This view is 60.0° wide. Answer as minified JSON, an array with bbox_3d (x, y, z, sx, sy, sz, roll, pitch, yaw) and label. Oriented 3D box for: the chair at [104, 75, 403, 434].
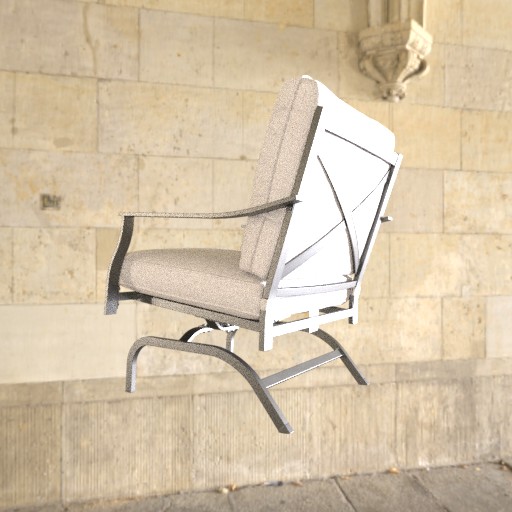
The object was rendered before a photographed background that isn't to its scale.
[{"bbox_3d":[0.000,0.000,1.433,0.787,0.860,0.650,0,0,35],"label":"chair"}]
